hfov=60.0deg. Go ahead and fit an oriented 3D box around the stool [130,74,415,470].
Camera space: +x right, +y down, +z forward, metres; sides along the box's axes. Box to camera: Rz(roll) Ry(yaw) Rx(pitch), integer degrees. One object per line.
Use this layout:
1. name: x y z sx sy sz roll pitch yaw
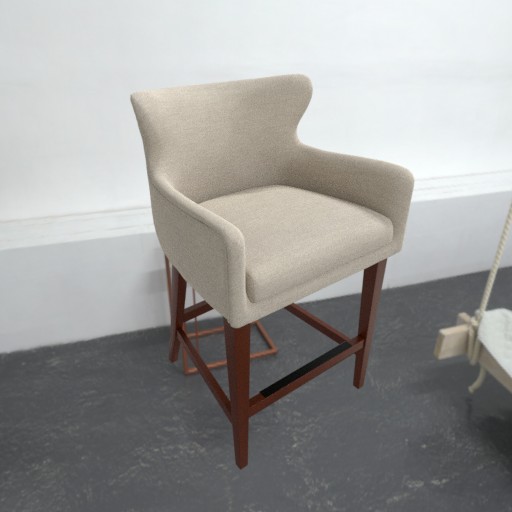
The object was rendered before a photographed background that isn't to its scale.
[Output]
1. stool: 0.000 0.000 1.378 0.615 0.987 0.637 -21 36 -32
